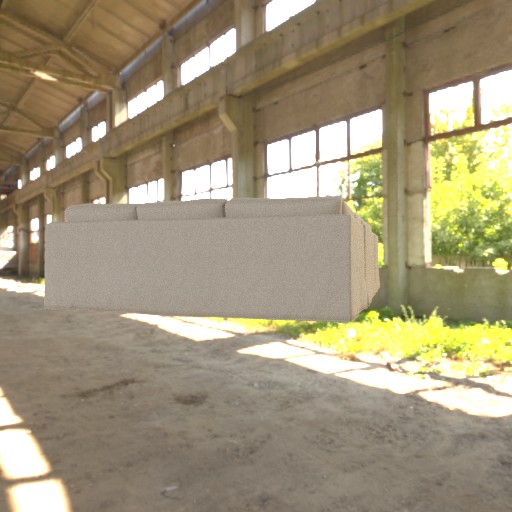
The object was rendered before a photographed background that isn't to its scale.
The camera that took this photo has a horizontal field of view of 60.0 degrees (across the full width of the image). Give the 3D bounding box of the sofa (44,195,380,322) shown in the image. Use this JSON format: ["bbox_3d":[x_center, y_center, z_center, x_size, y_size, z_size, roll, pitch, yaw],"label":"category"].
[{"bbox_3d":[0.000,0.000,4.802,2.476,0.878,3.528,0,0,18],"label":"sofa"}]
